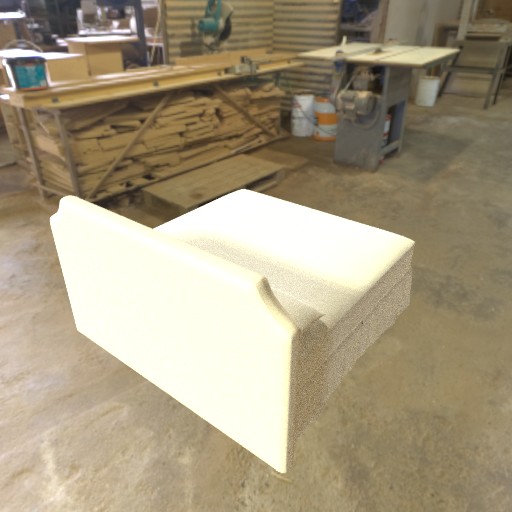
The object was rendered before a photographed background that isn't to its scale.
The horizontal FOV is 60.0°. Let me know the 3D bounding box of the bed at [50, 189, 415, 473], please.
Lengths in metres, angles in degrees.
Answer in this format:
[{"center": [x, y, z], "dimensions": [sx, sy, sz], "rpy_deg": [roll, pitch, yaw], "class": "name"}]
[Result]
[{"center": [0.000, 0.000, 3.625], "dimensions": [2.160, 1.301, 2.204], "rpy_deg": [22, 37, 32], "class": "bed"}]
